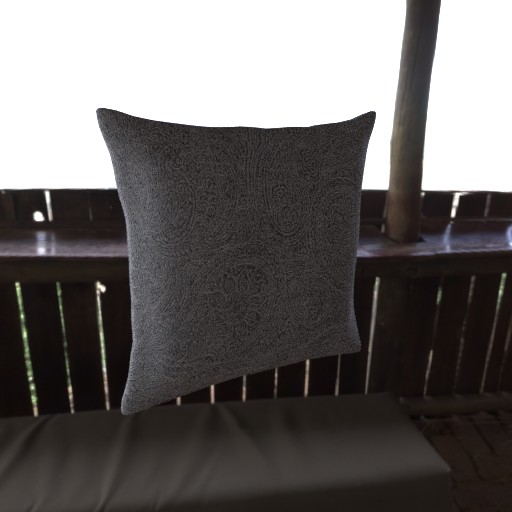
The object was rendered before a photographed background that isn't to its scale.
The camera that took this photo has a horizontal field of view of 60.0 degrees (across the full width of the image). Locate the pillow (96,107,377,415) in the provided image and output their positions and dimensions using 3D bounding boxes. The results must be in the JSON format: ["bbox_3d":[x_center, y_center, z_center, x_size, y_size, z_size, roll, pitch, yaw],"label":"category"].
[{"bbox_3d":[0.000,0.000,0.809,0.523,0.510,0.166,-8,19,-26],"label":"pillow"}]
